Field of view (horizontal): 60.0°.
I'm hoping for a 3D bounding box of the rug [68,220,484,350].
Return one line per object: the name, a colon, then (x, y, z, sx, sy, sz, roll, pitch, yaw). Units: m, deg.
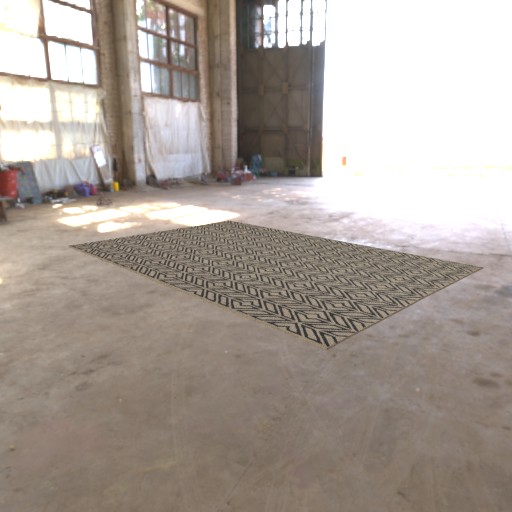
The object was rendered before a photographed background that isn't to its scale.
rug: (0.000, 0.000, 2.311, 1.220, 0.007, 1.828, -14, 20, -43)
